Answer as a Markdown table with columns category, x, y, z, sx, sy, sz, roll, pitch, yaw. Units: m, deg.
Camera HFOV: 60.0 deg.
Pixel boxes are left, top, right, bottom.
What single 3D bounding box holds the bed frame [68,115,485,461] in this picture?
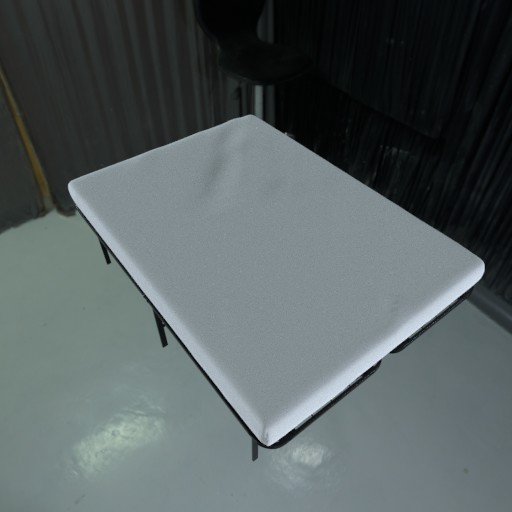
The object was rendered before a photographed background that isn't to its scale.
| category | x | y | z | sx | sy | sz | roll | pitch | yaw |
| --- | --- | --- | --- | --- | --- | --- | --- | --- | --- |
| bed frame | 0.000 | 0.000 | 2.544 | 1.372 | 0.637 | 1.905 | -29 | 52 | -26 |
